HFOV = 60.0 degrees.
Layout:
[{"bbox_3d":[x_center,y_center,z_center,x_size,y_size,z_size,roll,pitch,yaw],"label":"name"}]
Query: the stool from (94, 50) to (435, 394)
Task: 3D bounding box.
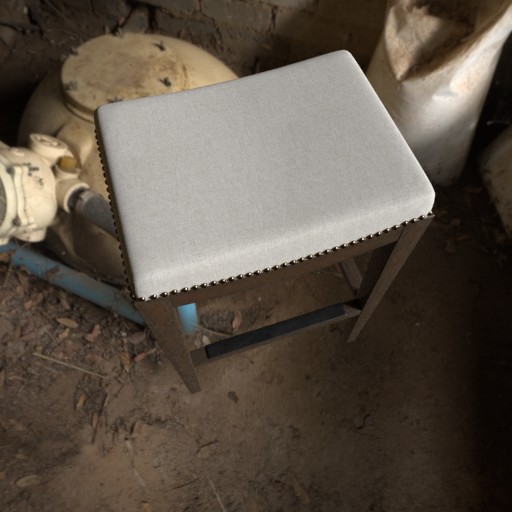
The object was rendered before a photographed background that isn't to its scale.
[{"bbox_3d":[0.000,0.000,1.023,0.498,0.759,0.358,-16,64,-8],"label":"stool"}]
